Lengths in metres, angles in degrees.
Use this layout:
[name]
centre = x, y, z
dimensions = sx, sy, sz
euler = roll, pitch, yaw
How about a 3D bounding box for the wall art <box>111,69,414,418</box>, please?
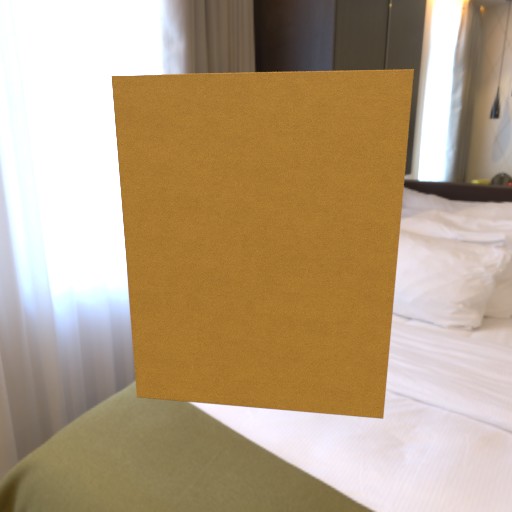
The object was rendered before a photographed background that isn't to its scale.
[wall art]
centre = 0.000, 0.000, 1.304
dimensions = 0.798, 1.002, 0.030
euler = 2, 16, 8
